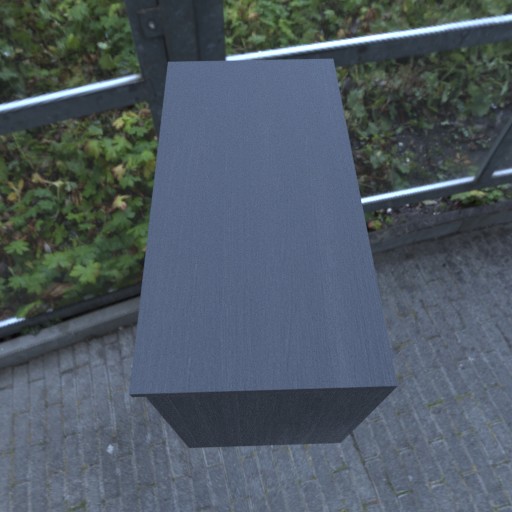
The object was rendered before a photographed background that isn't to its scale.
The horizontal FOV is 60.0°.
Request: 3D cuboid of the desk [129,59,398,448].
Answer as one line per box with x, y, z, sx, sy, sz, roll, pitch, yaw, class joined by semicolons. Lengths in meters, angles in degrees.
0.000;0.000;1.516;0.557;0.729;1.099;-2;59;-1;desk
